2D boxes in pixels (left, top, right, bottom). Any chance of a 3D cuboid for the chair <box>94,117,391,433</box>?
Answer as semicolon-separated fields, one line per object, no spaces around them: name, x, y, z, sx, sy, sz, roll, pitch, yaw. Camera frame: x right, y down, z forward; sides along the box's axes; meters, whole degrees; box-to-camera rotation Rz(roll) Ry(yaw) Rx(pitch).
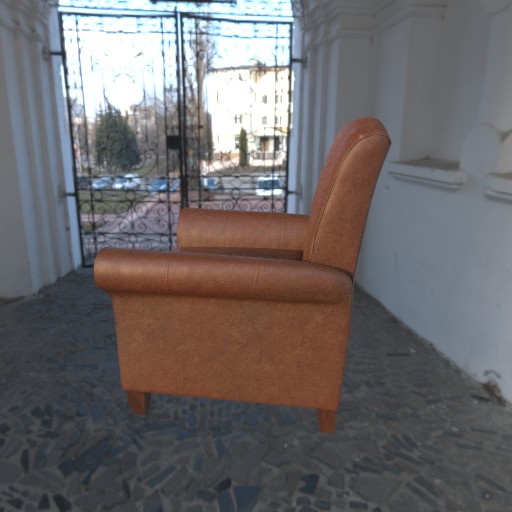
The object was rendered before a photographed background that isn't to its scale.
chair;0.000;0.000;1.786;0.902;1.061;0.978;2;15;8
